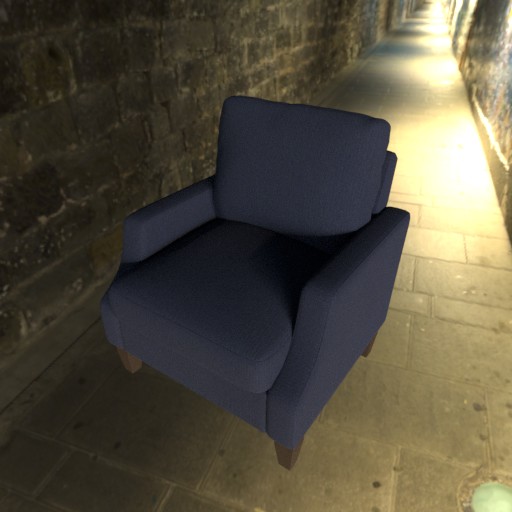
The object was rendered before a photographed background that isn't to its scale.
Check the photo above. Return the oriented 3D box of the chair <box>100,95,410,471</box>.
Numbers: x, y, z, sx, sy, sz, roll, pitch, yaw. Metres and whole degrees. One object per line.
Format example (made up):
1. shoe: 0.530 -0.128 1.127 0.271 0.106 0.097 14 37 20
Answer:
1. chair: 0.000 0.000 1.635 0.855 0.991 0.897 20 37 29
